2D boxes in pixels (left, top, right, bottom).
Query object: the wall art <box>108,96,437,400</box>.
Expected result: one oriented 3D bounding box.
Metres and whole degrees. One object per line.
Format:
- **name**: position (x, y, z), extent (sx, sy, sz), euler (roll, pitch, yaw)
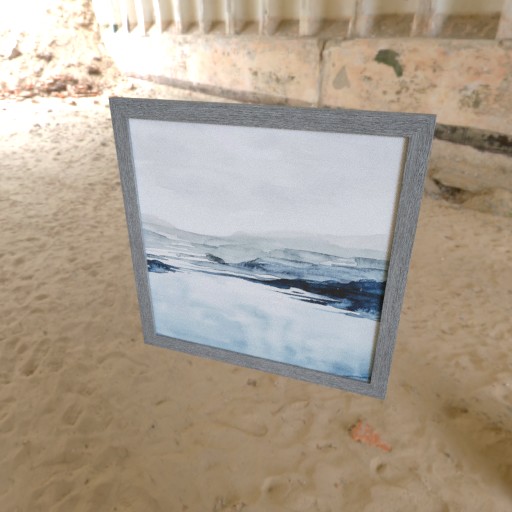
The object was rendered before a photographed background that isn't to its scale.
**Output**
- **wall art**: position (0.000, 0.000, 1.051), extent (0.685, 0.685, 0.020), euler (9, 29, 17)
